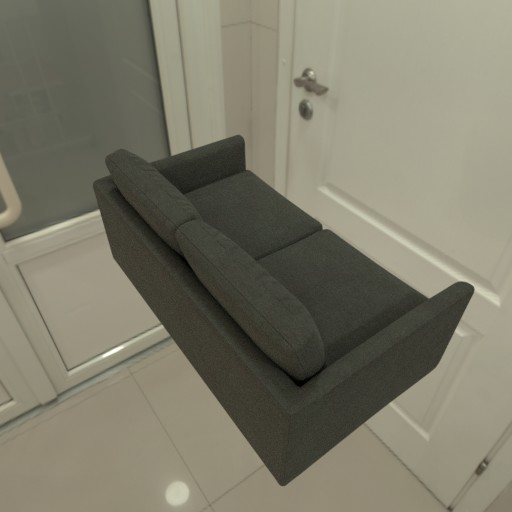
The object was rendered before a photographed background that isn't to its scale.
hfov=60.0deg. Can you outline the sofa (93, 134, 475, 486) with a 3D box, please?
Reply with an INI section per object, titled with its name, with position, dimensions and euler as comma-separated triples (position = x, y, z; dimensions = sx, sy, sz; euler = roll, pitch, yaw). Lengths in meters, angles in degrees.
[sofa]
position = 0.000, 0.000, 2.472
dimensions = 1.091, 0.845, 1.909
euler = -26, 47, -26
